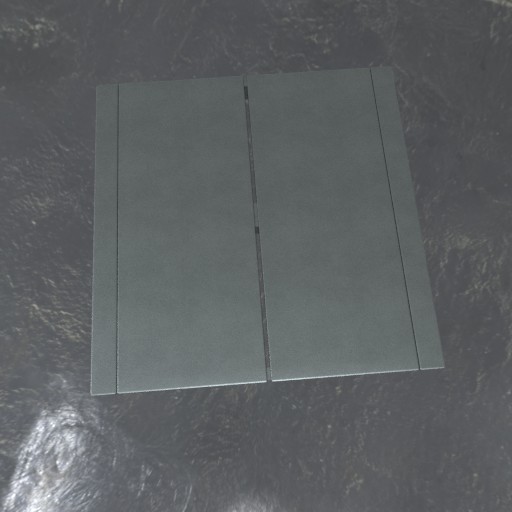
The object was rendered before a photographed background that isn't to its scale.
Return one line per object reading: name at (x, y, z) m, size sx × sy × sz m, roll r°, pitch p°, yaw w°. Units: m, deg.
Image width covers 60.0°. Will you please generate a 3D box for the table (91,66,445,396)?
table at (0.000, 0.000, 0.938) m, size 0.508 × 0.508 × 0.508 m, roll -4°, pitch 75°, yaw -1°
